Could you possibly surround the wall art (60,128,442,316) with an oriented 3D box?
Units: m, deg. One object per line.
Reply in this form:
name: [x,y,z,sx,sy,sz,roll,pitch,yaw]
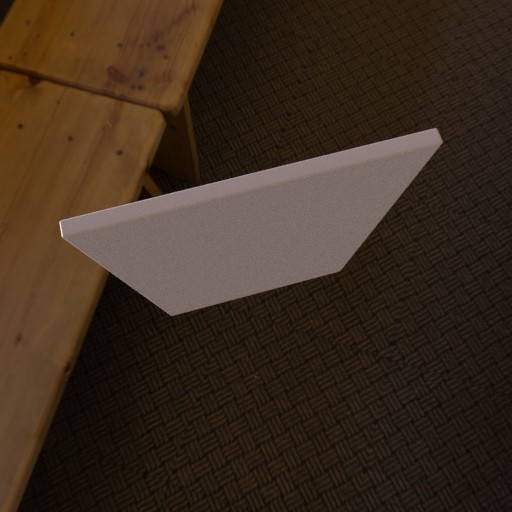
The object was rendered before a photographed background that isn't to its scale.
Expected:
wall art: [0.000,0.000,1.480,0.808,1.183,0.038,-15,75,-4]
